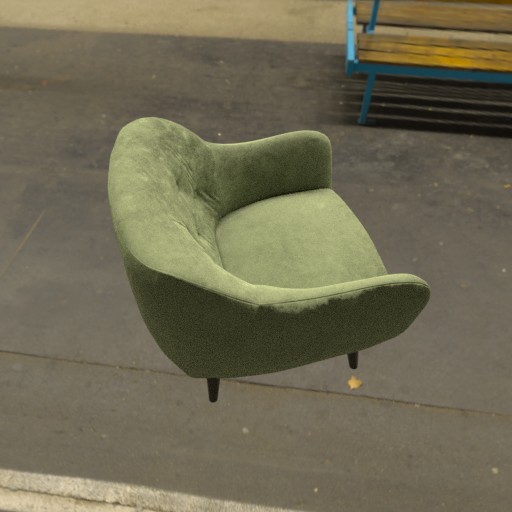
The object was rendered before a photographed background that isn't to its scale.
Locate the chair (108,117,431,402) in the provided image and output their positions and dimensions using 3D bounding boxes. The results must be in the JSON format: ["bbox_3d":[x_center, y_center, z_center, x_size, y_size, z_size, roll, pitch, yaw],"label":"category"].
[{"bbox_3d":[0.000,0.000,1.525,0.819,0.804,0.840,-10,47,-10],"label":"chair"}]
